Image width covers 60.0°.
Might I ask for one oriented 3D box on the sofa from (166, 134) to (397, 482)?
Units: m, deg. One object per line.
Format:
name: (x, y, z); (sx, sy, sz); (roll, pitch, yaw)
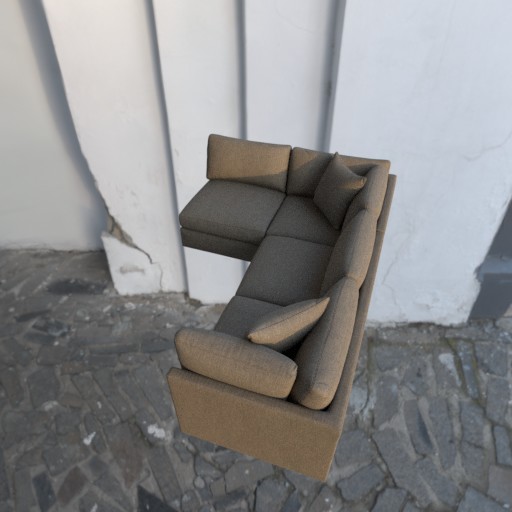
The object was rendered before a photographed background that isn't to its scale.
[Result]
sofa: (0.000, 0.000, 3.787); (1.994, 0.978, 2.896); (13, 42, 15)
